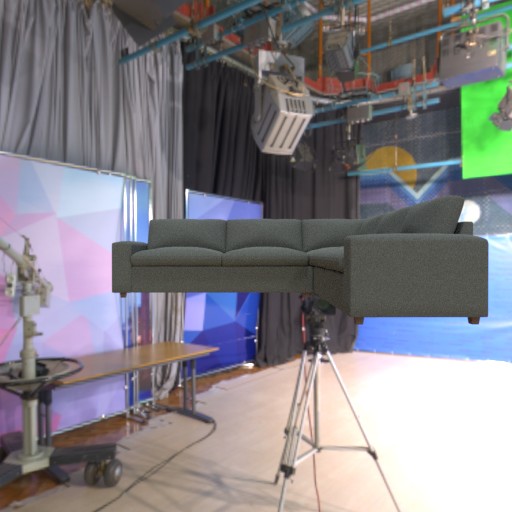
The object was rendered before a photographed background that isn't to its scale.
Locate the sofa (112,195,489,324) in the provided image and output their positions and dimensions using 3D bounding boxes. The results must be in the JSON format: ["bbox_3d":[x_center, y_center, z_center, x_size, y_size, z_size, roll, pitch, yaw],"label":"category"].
[{"bbox_3d":[0.000,0.000,4.559,3.277,0.965,2.895,0,1,0],"label":"sofa"}]
